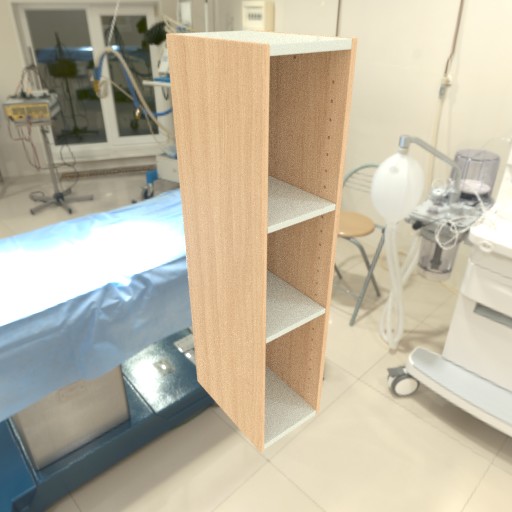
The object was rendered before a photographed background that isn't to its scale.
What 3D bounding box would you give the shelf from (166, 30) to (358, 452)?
[{"bbox_3d":[0.000,0.000,0.989,0.197,0.882,0.290,-21,36,-32],"label":"shelf"}]
